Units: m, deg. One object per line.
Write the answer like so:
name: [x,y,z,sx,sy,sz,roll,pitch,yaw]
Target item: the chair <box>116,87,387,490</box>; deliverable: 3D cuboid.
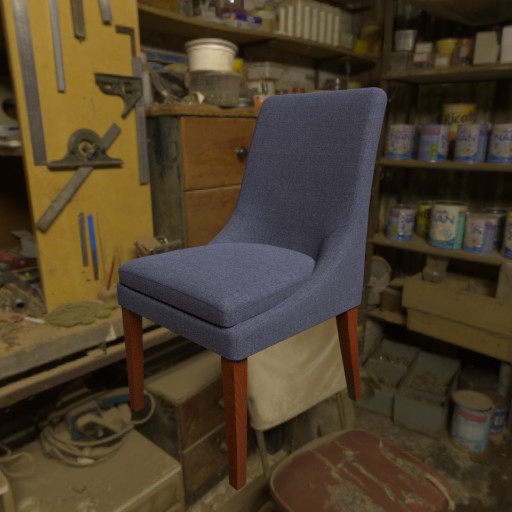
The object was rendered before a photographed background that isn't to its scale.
chair: [0.000,0.000,1.312,0.508,0.952,0.655,14,21,42]
